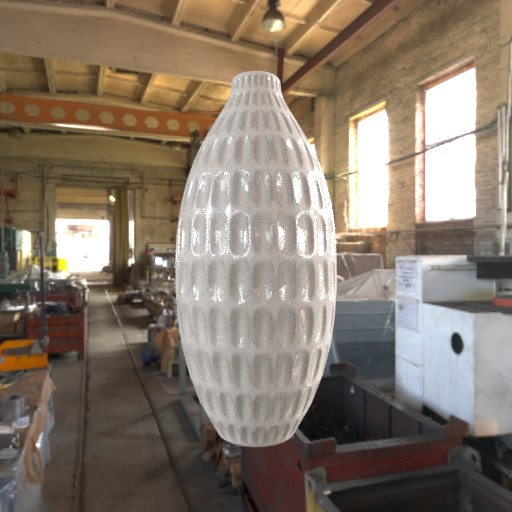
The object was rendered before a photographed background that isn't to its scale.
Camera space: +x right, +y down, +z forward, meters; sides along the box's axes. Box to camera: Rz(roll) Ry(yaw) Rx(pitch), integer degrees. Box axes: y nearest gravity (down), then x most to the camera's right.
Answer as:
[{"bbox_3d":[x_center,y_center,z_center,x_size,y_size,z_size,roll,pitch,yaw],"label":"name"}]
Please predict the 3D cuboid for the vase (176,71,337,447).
[{"bbox_3d":[0.000,0.000,0.355,0.127,0.282,0.127,0,0,0],"label":"vase"}]
